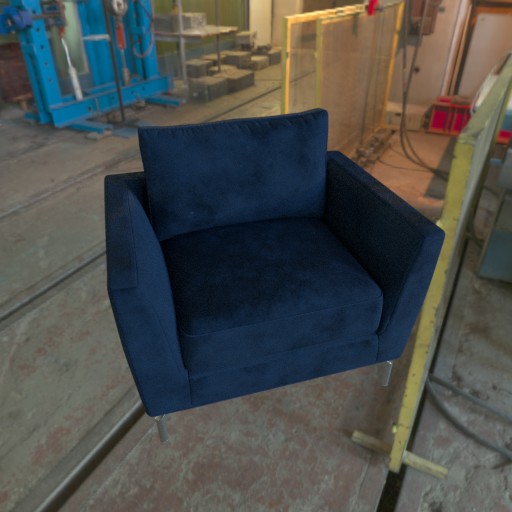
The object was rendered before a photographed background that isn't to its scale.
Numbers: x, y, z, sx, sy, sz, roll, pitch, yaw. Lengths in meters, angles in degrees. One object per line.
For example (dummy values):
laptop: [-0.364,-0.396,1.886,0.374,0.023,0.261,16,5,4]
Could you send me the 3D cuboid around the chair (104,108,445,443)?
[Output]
chair: [0.000,0.000,1.604,0.977,0.893,0.746,-9,34,-14]
